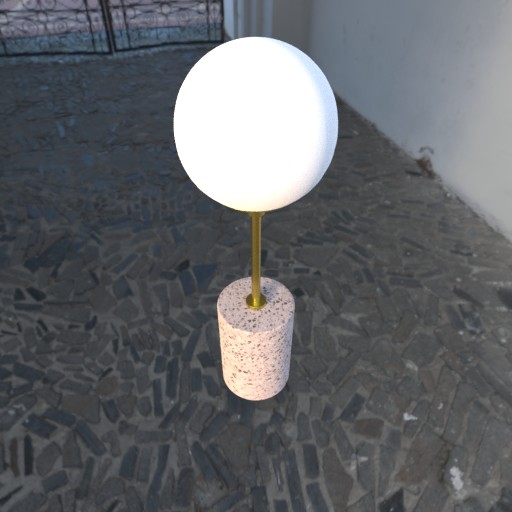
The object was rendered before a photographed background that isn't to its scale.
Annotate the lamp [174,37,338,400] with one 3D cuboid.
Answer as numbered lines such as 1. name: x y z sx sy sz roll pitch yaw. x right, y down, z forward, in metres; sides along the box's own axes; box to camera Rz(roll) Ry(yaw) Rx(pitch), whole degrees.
1. lamp: 0.000 0.000 0.528 0.153 0.480 0.153 0 42 0
